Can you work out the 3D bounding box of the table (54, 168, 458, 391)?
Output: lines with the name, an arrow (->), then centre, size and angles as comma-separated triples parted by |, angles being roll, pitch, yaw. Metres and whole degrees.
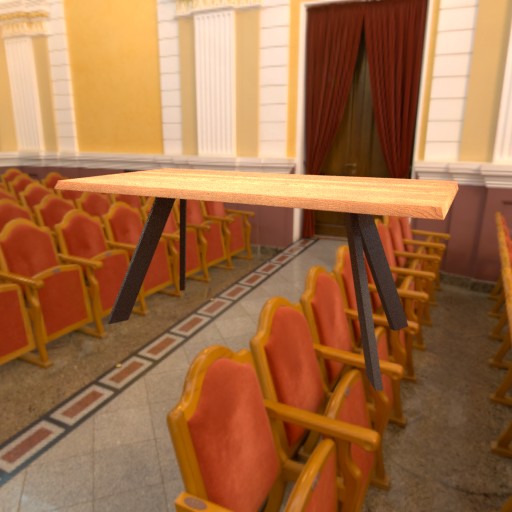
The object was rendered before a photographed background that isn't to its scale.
table -> 0.000, 0.000, 2.296 | 1.800, 0.770, 0.900 | 8, 17, 25
